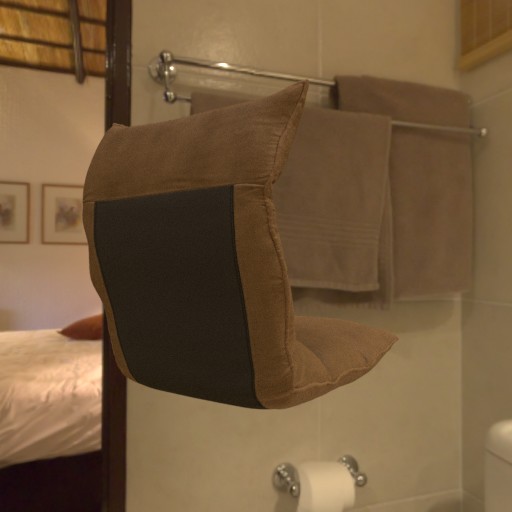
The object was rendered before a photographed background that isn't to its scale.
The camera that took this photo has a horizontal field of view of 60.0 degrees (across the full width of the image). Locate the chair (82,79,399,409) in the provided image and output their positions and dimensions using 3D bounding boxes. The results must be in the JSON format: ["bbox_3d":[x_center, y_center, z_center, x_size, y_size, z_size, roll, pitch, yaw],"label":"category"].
[{"bbox_3d":[0.000,0.000,1.560,0.714,0.892,0.985,-1,-1,34],"label":"chair"}]
